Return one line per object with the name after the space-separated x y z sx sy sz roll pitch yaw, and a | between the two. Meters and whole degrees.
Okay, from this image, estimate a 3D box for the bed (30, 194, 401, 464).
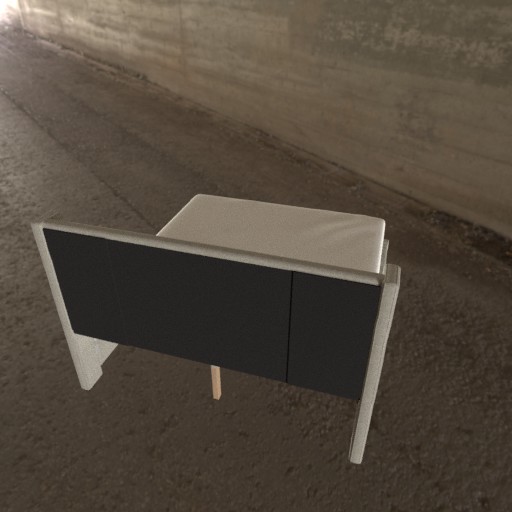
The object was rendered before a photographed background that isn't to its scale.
0.000 0.000 3.688 2.140 1.470 2.280 9 34 14 | bed
